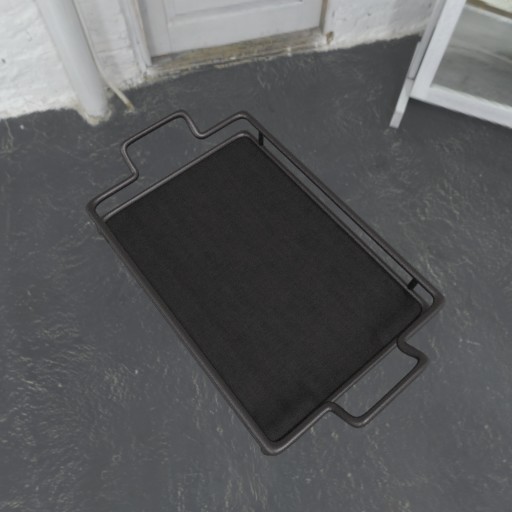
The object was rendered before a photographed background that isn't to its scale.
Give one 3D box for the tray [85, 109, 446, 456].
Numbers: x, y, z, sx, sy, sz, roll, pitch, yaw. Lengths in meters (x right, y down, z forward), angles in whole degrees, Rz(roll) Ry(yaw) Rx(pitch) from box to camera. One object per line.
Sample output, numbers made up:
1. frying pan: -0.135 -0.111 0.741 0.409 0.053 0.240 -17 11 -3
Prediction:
1. tray: 0.000 0.000 0.610 0.297 0.101 0.495 -36 69 -16
